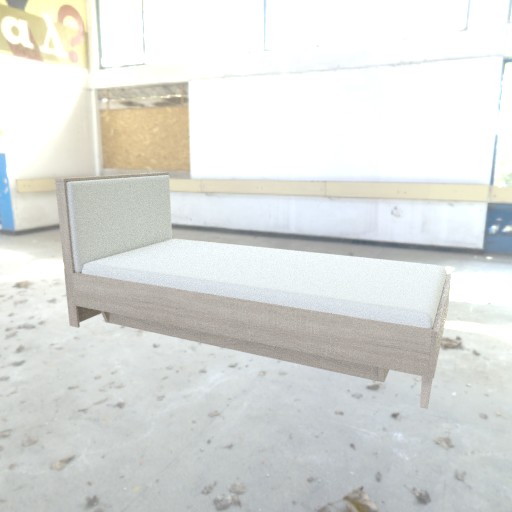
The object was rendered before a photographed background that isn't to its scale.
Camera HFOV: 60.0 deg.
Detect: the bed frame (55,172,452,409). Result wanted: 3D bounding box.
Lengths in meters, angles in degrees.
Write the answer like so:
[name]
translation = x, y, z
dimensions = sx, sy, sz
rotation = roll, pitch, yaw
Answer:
[bed frame]
translation = 0.000, 0.000, 2.673
dimensions = 2.140, 0.920, 0.990
rotation = 6, 14, 25
